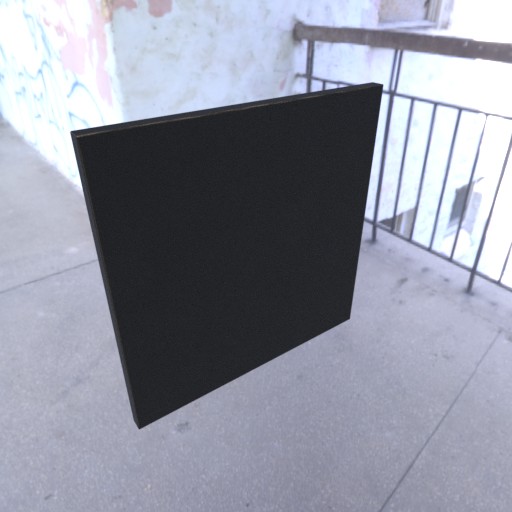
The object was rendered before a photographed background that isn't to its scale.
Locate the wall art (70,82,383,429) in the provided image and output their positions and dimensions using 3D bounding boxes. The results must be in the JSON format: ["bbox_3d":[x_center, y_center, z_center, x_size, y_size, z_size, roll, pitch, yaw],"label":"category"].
[{"bbox_3d":[0.000,0.000,0.454,0.304,0.303,0.015,-20,37,-29],"label":"wall art"}]
